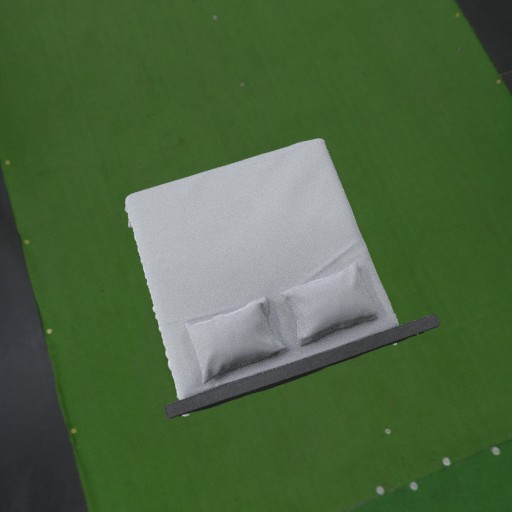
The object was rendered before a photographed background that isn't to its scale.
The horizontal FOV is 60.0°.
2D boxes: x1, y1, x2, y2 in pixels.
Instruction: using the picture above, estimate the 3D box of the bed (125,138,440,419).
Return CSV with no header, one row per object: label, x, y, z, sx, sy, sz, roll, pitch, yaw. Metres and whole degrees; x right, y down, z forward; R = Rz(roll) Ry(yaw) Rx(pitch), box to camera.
bed,0.000,0.000,3.850,2.314,1.651,2.219,-18,76,-5
